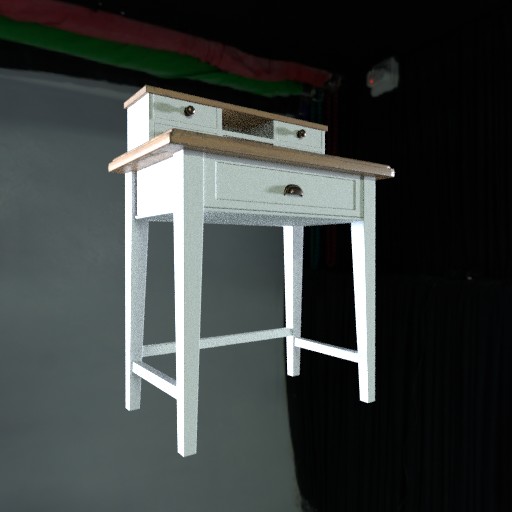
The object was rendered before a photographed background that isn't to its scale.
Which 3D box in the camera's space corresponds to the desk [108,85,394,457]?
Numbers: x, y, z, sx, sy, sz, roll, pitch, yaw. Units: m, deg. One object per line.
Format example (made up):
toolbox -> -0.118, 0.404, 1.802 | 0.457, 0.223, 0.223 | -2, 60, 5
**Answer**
desk -> 0.000, 0.000, 1.448 | 0.814, 0.981, 0.462 | 0, 1, -35
